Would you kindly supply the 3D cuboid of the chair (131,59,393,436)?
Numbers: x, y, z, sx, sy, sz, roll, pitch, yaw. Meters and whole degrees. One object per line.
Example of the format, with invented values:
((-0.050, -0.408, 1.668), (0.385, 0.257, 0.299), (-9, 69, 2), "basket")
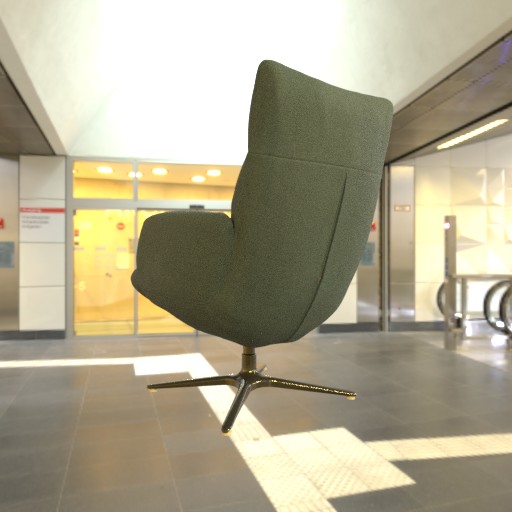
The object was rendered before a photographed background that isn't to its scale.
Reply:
((0.000, 0.000, 1.592), (0.711, 1.016, 0.889), (0, 0, -37), "chair")
